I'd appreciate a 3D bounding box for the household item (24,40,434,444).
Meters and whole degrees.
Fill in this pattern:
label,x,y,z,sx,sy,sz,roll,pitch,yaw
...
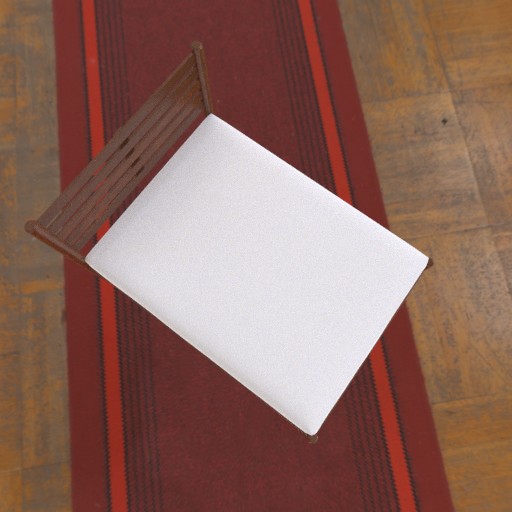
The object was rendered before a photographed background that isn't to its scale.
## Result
label,x,y,z,sx,sy,sz,roll,pitch,yaw
household item,0.000,0.000,3.268,2.232,1.356,1.663,36,78,9
